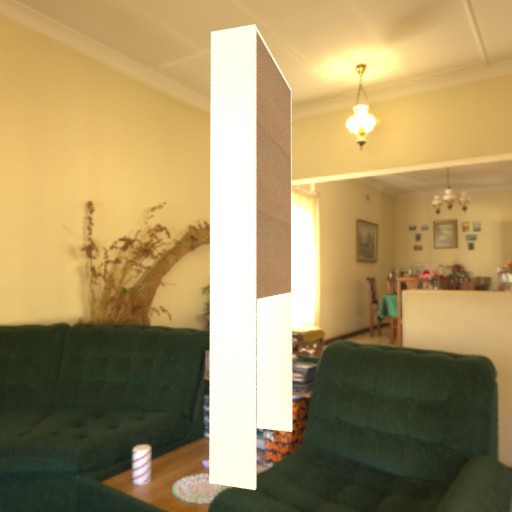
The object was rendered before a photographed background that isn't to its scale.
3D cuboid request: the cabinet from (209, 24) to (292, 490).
[{"bbox_3d":[0.000,0.000,2.019,0.192,1.770,0.643,-1,-2,17],"label":"cabinet"}]
